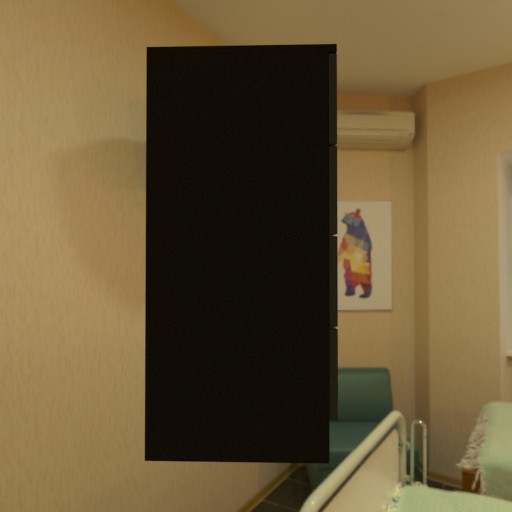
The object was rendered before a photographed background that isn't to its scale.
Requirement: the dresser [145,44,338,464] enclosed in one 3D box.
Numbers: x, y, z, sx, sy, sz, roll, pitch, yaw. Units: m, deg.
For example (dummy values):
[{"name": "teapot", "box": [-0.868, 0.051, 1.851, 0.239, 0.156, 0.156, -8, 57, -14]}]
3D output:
[{"name": "dresser", "box": [0.000, 0.000, 1.138, 0.360, 0.720, 0.750, 0, -1, 2]}]
